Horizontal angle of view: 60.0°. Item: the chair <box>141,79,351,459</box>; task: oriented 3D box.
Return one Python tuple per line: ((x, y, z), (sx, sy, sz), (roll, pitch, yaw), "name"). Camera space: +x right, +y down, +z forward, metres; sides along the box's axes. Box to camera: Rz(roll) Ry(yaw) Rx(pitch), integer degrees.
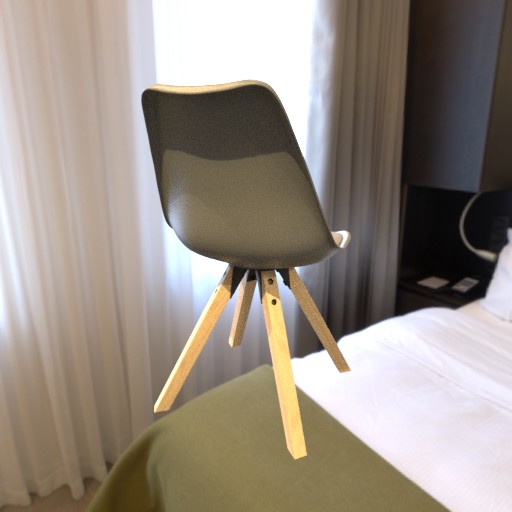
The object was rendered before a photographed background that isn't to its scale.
((0.000, 0.000, 1.213), (0.485, 0.850, 0.550), (8, 18, 25), "chair")
